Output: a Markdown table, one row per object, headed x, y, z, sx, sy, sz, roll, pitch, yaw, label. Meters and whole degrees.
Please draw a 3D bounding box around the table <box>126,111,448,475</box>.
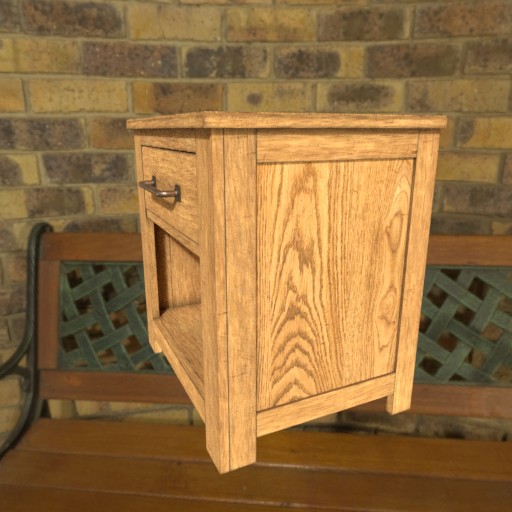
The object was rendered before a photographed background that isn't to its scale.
| x | y | z | sx | sy | sz | roll | pitch | yaw | label |
| --- | --- | --- | --- | --- | --- | --- | --- | --- | --- |
| 0.000 | 0.000 | 1.052 | 0.494 | 0.625 | 0.601 | -7 | 17 | -25 | table |
